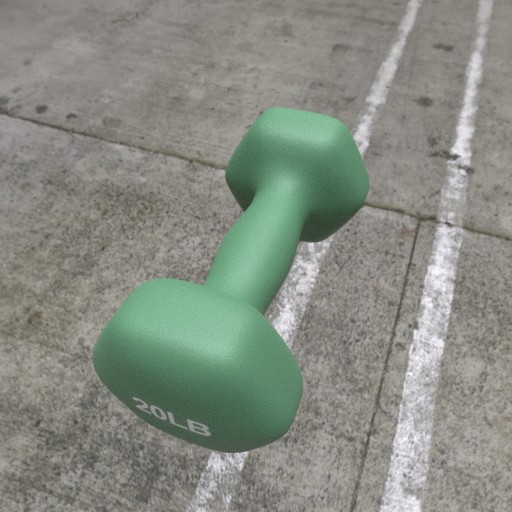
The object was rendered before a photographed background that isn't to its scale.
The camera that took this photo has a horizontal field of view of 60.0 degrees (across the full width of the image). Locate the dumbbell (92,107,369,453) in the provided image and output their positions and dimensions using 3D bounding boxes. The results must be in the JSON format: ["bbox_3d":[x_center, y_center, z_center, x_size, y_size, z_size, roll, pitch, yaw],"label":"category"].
[{"bbox_3d":[0.000,0.000,0.320,0.126,0.114,0.257,16,49,14],"label":"dumbbell"}]
